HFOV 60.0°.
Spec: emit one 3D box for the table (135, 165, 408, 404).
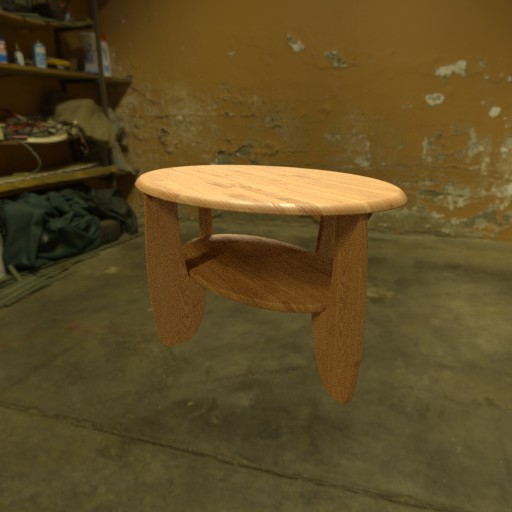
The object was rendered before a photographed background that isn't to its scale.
[{"bbox_3d":[0.000,0.000,1.408,0.690,0.490,1.040,-8,18,-25],"label":"table"}]
